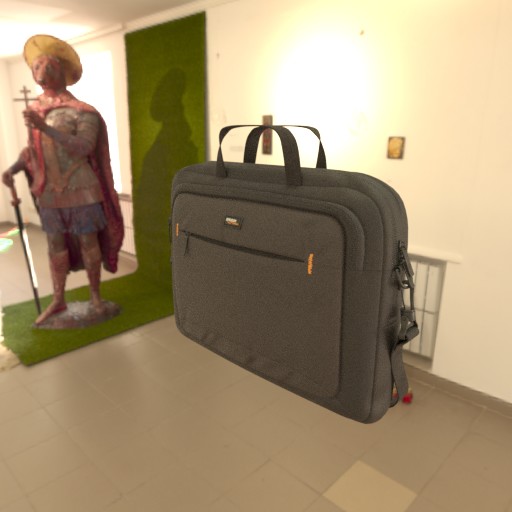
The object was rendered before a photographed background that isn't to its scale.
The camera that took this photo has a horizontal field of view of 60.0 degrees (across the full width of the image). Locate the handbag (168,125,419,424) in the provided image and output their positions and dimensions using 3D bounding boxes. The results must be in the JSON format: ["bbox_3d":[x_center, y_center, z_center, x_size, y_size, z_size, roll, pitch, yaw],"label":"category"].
[{"bbox_3d":[0.000,0.000,0.430,0.320,0.244,0.089,15,22,42],"label":"handbag"}]
